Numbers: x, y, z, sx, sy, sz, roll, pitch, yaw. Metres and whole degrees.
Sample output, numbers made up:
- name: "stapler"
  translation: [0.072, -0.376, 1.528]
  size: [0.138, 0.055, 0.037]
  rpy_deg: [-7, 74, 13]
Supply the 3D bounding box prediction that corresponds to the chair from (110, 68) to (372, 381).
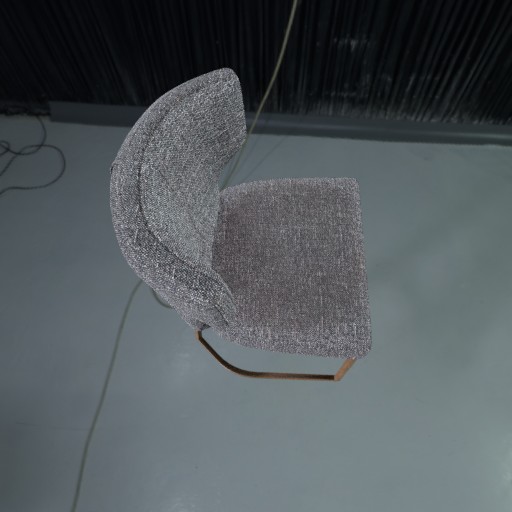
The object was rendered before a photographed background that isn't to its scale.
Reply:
- name: "chair"
  translation: [0.000, 0.000, 1.268]
  size: [0.617, 0.824, 0.611]
  rpy_deg: [2, 63, 1]
